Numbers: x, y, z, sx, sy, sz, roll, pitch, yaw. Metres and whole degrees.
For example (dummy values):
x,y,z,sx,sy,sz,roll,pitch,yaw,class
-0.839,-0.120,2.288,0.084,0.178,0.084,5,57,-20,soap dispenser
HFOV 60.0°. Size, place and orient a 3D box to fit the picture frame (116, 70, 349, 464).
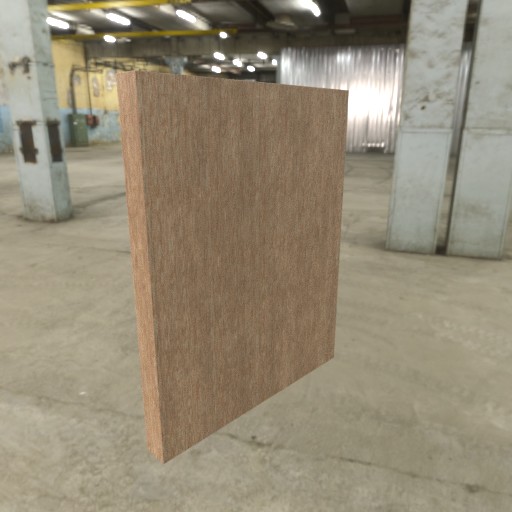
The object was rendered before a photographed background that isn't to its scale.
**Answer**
x,y,z,sx,sy,sz,roll,pitch,yaw,class
0.000,0.000,0.723,0.043,0.526,0.424,16,23,42,picture frame
